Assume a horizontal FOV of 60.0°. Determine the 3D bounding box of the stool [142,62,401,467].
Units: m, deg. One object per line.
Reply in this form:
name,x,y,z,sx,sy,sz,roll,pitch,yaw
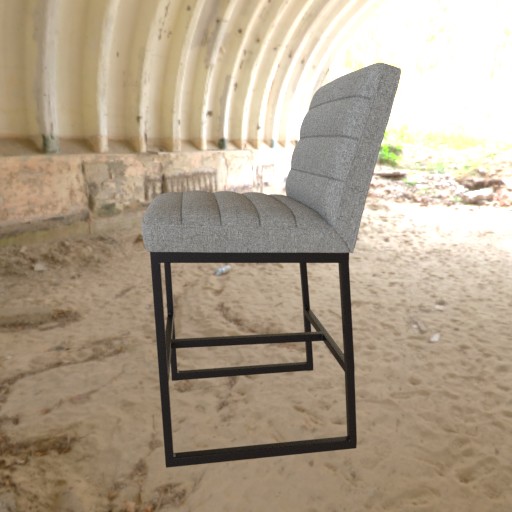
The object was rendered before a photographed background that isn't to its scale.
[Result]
stool,0.000,0.000,1.214,0.560,0.940,0.460,-2,14,-8
